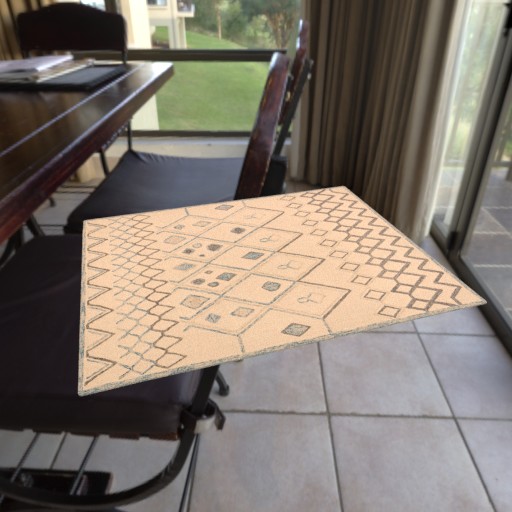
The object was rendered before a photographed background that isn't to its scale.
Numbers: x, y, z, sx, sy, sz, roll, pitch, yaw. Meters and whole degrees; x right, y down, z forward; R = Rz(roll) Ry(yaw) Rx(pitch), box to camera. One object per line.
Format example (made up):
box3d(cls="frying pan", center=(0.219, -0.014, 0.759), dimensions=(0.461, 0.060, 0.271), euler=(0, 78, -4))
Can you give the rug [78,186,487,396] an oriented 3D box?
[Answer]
box3d(cls="rug", center=(0.000, 0.000, 4.088), dimensions=(3.056, 0.013, 2.441), euler=(-10, 33, -15))
